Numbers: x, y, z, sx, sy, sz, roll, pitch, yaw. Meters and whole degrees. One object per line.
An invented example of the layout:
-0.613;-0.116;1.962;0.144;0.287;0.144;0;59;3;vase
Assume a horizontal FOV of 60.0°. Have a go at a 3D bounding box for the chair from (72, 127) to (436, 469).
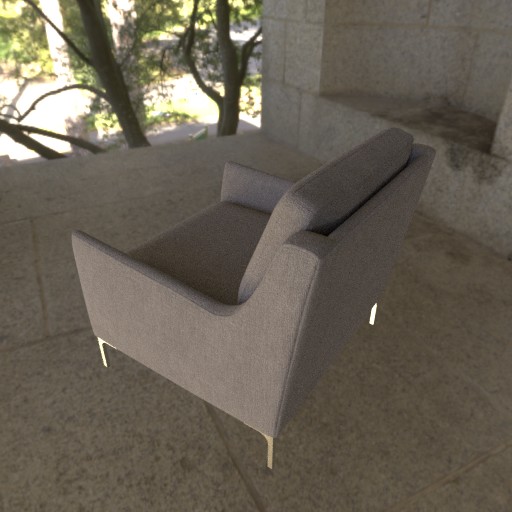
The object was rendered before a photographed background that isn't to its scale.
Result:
0.000;0.000;1.503;0.849;0.828;0.847;19;36;29;chair
